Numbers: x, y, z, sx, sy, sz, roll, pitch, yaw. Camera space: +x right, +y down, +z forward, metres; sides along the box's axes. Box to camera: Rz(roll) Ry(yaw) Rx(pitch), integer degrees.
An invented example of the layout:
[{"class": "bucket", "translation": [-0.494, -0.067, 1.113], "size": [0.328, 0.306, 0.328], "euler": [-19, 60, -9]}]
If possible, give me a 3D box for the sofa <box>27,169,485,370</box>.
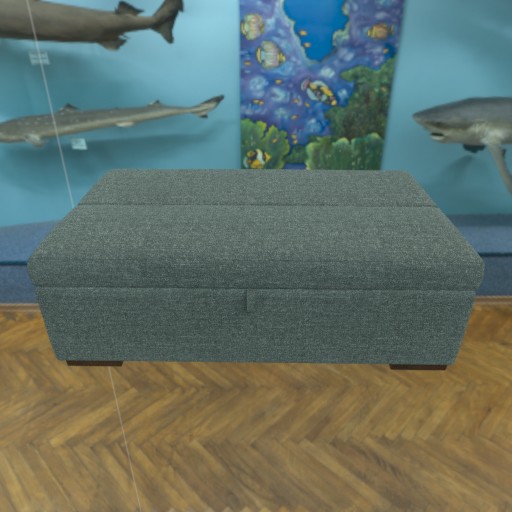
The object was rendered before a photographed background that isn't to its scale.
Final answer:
[{"class": "sofa", "translation": [0.000, 0.000, 1.549], "size": [1.198, 0.417, 0.782], "euler": [0, 30, 1]}]
